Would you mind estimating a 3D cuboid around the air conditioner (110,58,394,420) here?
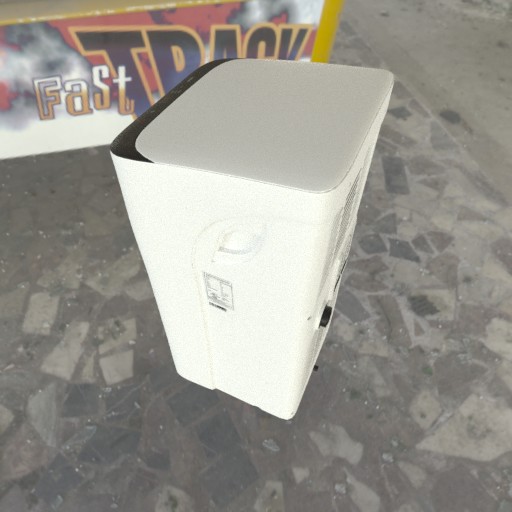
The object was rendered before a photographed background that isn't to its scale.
[{"bbox_3d":[0.000,0.000,0.914,0.369,0.716,0.352,18,50,16],"label":"air conditioner"}]
